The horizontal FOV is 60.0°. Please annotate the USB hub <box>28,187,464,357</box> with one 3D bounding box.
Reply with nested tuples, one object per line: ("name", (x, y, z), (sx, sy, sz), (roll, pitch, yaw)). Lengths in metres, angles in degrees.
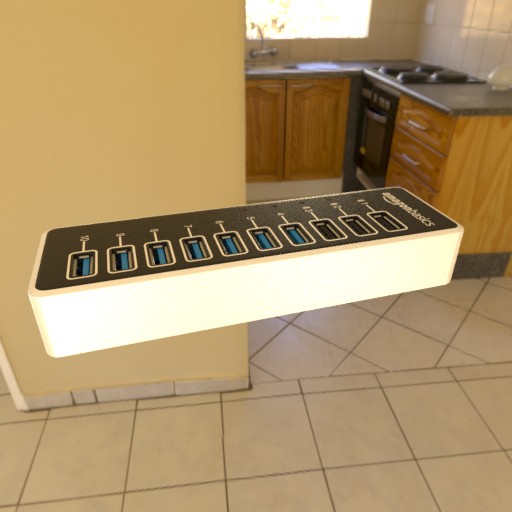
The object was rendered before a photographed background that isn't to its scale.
("USB hub", (0.000, 0.000, 0.163), (0.145, 0.023, 0.044), (-9, 32, -14))
